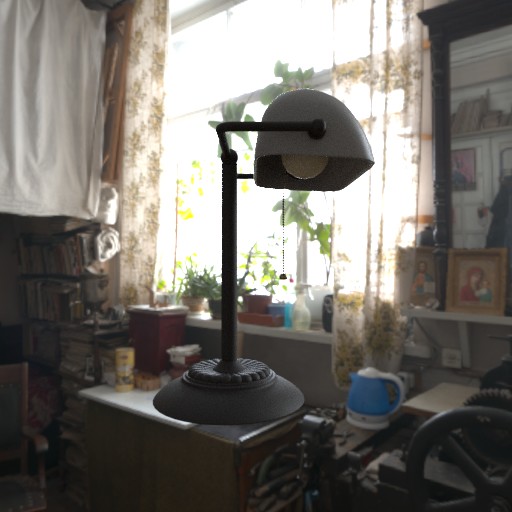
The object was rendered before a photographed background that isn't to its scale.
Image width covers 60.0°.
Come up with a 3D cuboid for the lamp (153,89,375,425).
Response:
[{"bbox_3d":[0.000,0.000,0.532,0.243,0.339,0.264,0,0,0],"label":"lamp"}]
